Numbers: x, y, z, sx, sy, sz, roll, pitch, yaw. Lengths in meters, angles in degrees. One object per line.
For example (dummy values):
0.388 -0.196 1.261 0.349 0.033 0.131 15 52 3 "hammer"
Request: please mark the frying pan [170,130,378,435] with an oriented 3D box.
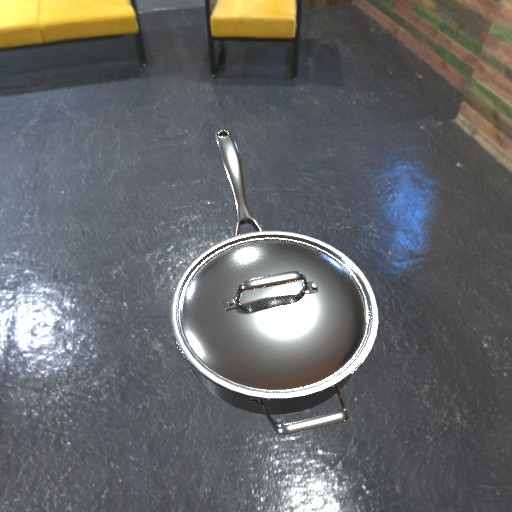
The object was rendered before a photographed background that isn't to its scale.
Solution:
0.000 0.000 0.596 0.245 0.111 0.492 -10 47 -9 "frying pan"
